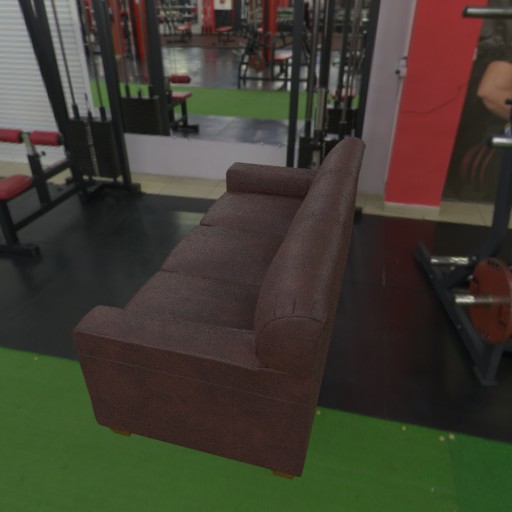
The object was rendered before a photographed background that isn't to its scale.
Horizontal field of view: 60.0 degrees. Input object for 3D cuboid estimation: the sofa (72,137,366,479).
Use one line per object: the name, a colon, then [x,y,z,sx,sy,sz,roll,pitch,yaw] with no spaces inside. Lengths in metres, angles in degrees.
sofa: [0.000,0.000,2.509,1.008,0.953,2.039,8,32,14]
